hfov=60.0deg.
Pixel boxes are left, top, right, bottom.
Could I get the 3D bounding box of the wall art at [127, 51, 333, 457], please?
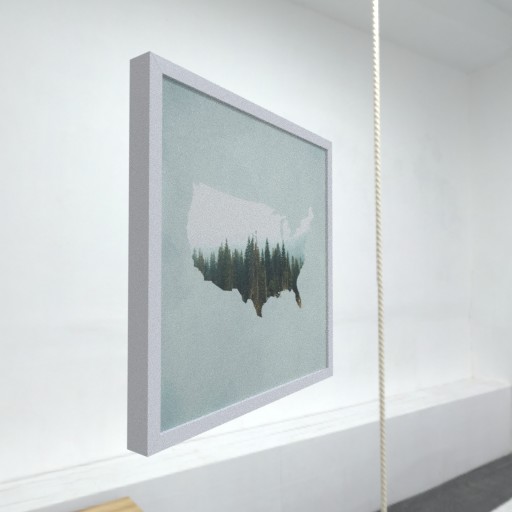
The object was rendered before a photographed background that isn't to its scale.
[{"bbox_3d":[0.000,0.000,0.772,0.040,0.509,0.509,-1,-2,36],"label":"wall art"}]
